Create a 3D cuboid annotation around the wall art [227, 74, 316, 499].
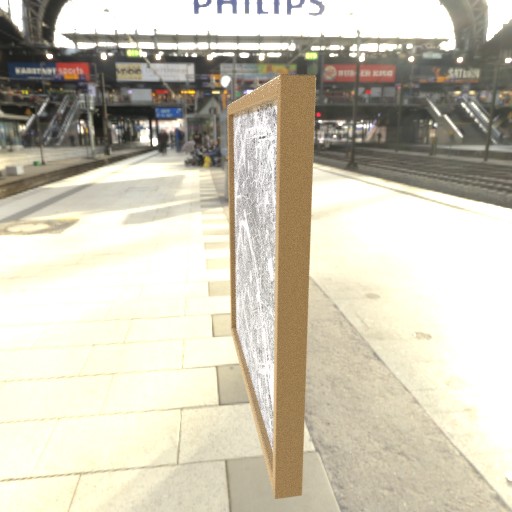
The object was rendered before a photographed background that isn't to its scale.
[{"bbox_3d":[0.000,0.000,0.746,0.036,0.509,0.509,-3,16,-9],"label":"wall art"}]
